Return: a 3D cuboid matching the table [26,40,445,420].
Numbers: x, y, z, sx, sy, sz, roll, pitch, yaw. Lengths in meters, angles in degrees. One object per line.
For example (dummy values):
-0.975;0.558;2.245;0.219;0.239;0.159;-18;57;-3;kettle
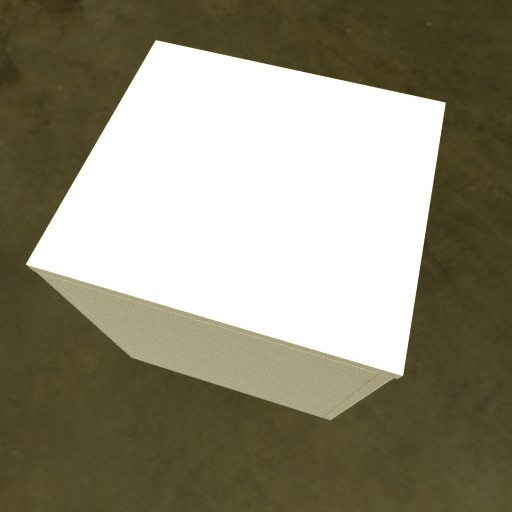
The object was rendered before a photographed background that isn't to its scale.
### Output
0.000;0.000;0.753;0.420;0.460;0.380;15;65;7;table
